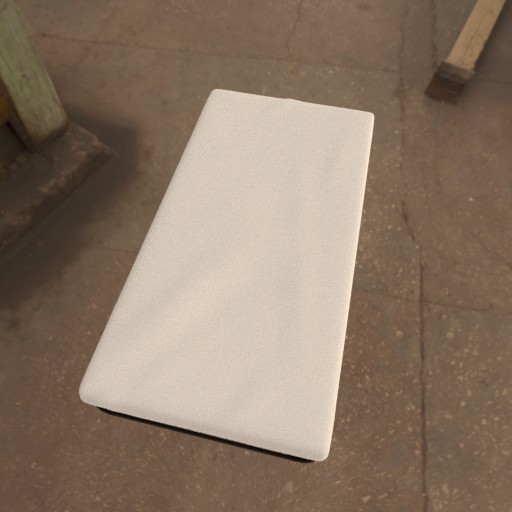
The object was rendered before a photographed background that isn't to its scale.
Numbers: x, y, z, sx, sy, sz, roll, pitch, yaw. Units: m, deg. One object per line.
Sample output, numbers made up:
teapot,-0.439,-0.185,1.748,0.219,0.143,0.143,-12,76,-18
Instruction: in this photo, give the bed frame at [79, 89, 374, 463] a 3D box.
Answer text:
bed frame,0.000,0.000,2.347,0.989,0.619,1.903,11,58,7
